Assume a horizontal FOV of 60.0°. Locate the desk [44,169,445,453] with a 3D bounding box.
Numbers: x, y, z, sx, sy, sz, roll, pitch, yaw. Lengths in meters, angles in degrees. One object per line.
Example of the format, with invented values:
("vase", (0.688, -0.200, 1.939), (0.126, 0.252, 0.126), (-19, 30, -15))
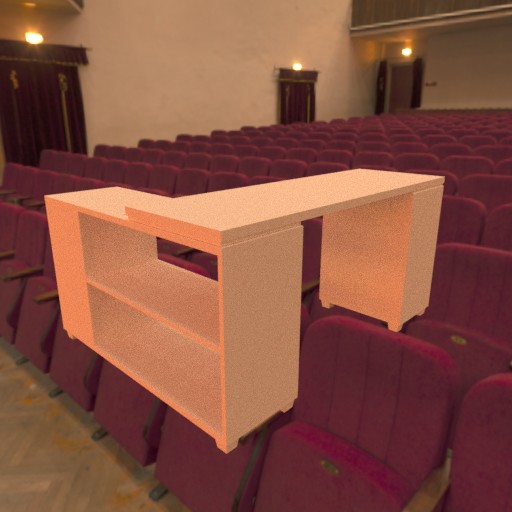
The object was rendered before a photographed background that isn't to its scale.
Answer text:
("desk", (0.000, 0.000, 2.239), (1.199, 0.759, 1.524), (16, 24, 41))
